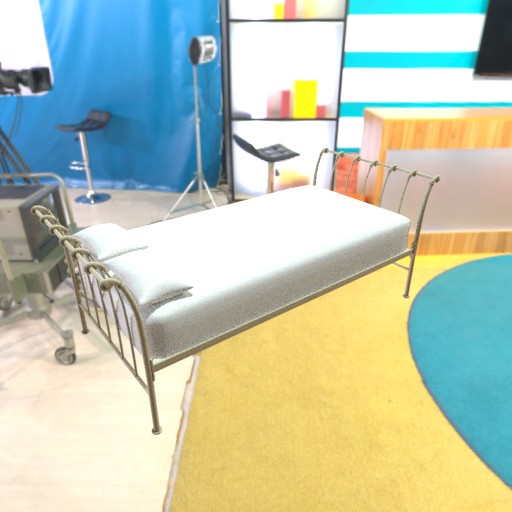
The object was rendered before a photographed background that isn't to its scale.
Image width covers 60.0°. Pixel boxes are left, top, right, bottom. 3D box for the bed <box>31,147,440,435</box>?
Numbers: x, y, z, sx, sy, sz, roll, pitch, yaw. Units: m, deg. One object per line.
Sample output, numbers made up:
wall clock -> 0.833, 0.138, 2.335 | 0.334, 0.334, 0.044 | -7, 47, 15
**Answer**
bed -> 0.000, 0.000, 2.775 | 2.228, 0.873, 1.032 | -19, 33, -33
